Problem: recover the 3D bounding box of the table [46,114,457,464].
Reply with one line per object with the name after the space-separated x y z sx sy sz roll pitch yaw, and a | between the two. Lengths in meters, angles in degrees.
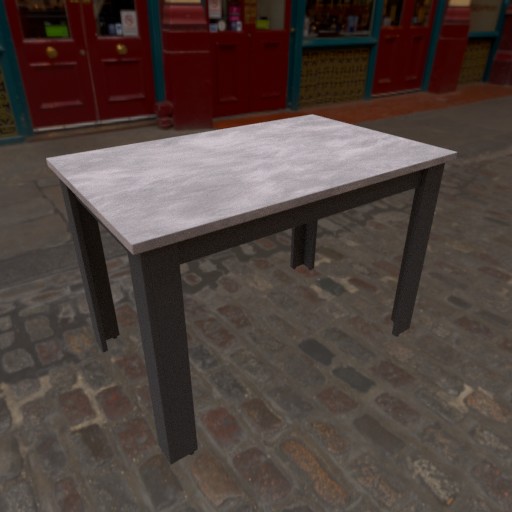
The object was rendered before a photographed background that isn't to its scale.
0.000 0.000 1.582 1.100 0.734 0.700 -19 35 -30 | table
